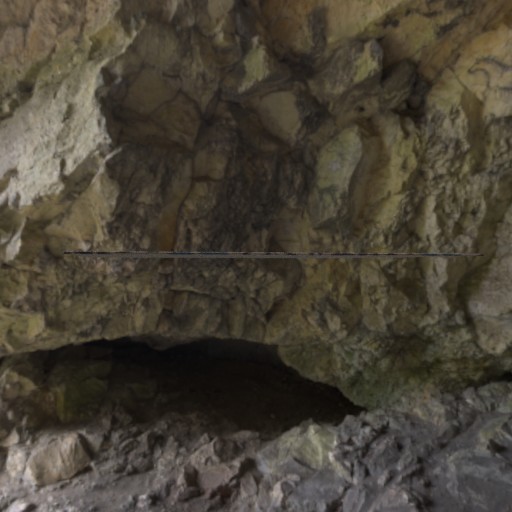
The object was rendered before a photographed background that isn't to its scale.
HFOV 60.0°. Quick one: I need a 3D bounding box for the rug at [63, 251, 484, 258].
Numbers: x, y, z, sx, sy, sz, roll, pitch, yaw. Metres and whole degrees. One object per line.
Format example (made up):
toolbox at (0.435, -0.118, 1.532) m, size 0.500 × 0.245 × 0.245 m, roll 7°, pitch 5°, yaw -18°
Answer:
rug at (0.000, 0.000, 3.023) m, size 2.261 × 0.013 × 1.676 m, roll 0°, pitch -1°, yaw -17°
